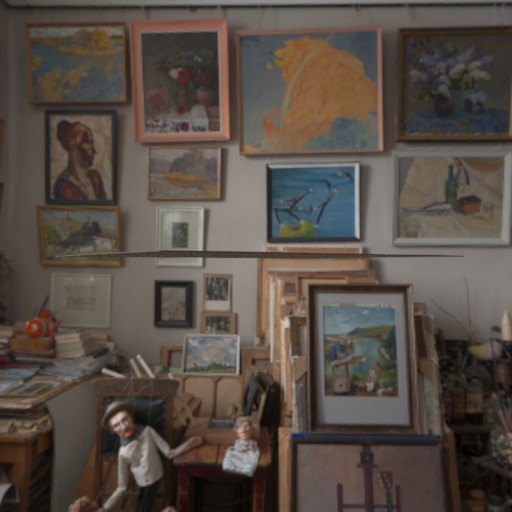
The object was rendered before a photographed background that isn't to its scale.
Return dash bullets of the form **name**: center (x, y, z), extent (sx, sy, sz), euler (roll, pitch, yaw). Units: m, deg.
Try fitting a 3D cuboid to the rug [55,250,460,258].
- **rug**: center (0.000, 0.000, 4.183), extent (3.048, 0.013, 2.438), euler (1, -1, -36)
